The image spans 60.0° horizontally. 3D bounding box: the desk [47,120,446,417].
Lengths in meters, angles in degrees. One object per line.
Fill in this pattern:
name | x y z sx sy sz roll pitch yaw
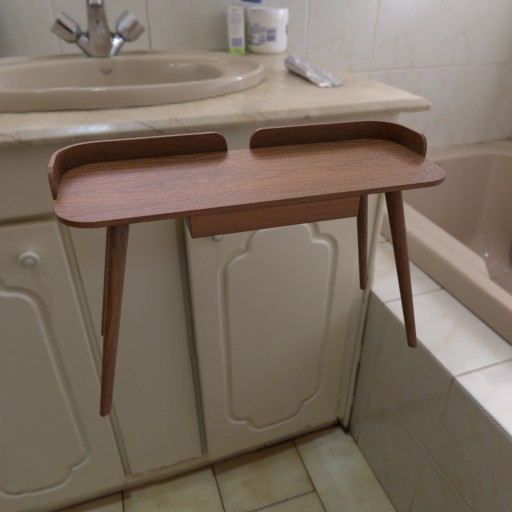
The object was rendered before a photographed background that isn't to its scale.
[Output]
desk | 0.000 0.000 1.636 1.256 0.800 0.486 -9 32 -14
